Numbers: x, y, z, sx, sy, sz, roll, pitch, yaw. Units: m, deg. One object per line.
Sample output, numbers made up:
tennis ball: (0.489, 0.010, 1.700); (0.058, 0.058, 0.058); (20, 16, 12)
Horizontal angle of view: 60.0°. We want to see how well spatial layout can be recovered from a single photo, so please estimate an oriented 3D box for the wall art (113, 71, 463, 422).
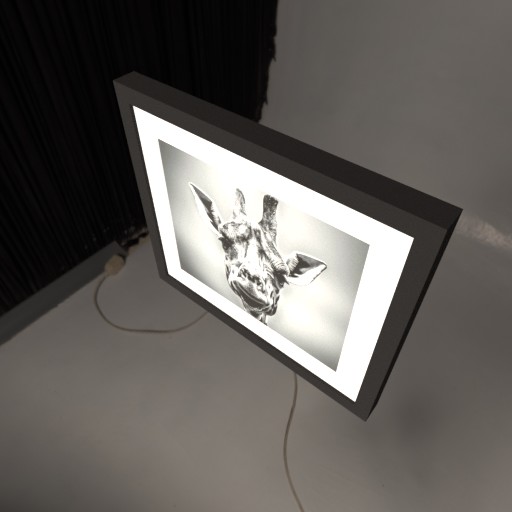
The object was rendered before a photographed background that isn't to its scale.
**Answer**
wall art: (0.000, 0.000, 0.530); (0.381, 0.330, 0.031); (30, 53, 26)
